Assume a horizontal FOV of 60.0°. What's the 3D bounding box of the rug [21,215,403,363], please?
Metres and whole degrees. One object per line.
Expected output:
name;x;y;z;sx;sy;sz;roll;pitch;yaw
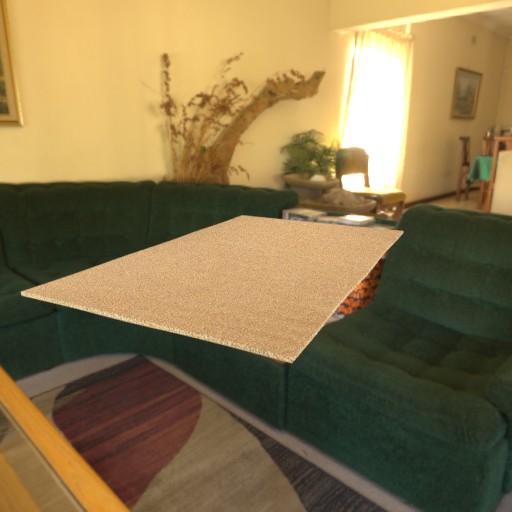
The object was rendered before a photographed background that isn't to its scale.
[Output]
rug;0.000;0.000;2.941;1.500;0.025;2.346;8;18;26
